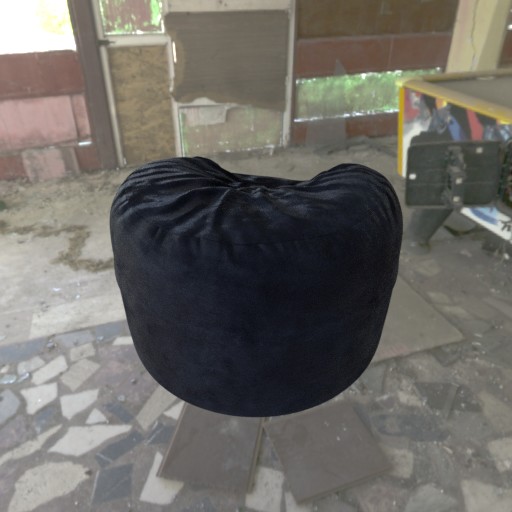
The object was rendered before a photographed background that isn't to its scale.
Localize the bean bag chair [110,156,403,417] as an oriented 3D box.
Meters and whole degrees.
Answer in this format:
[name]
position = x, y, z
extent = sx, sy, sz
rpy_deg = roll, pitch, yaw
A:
[bean bag chair]
position = 0.000, 0.000, 1.500
extent = 0.918, 0.616, 0.918
rpy_deg = 0, 32, 0
